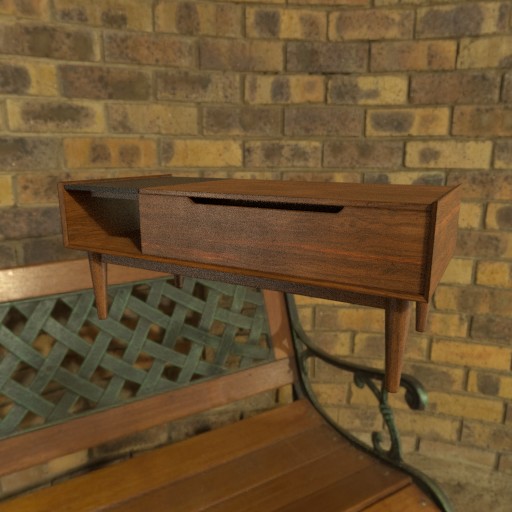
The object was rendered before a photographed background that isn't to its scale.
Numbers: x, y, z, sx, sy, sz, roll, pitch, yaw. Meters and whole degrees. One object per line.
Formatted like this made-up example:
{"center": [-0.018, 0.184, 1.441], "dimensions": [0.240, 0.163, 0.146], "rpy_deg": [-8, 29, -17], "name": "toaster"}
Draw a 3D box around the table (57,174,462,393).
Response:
{"center": [0.000, 0.000, 1.549], "dimensions": [1.221, 0.508, 0.610], "rpy_deg": [7, 15, 28], "name": "table"}
